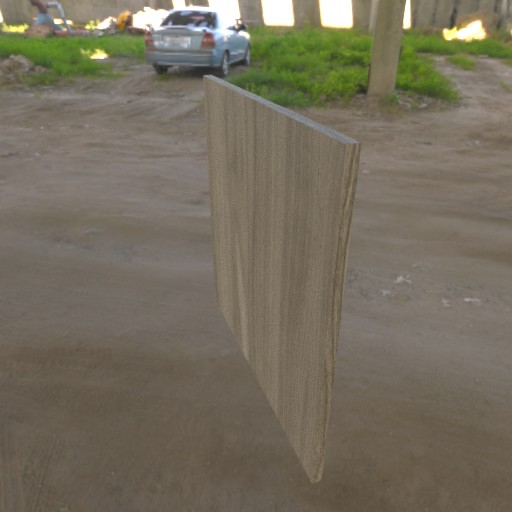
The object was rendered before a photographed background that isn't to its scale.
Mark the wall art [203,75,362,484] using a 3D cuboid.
[{"bbox_3d":[0.000,0.000,0.743,0.016,0.507,0.508,-11,31,-18],"label":"wall art"}]
